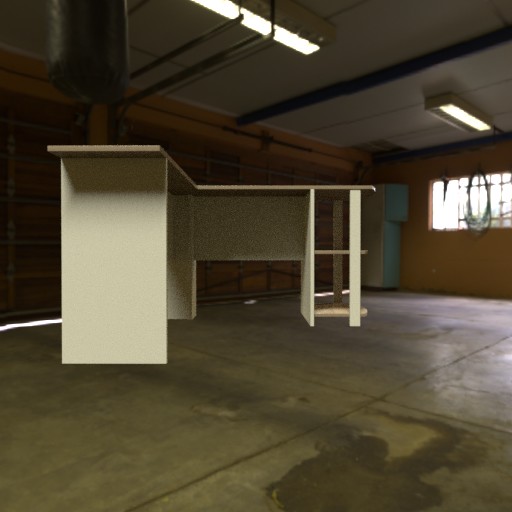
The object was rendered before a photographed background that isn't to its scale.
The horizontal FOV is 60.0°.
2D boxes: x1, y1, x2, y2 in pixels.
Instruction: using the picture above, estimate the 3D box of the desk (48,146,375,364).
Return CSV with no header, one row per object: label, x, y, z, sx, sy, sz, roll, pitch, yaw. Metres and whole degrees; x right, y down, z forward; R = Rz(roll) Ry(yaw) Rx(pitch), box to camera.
desk,0.000,0.000,2.074,1.303,0.716,1.361,0,1,0
